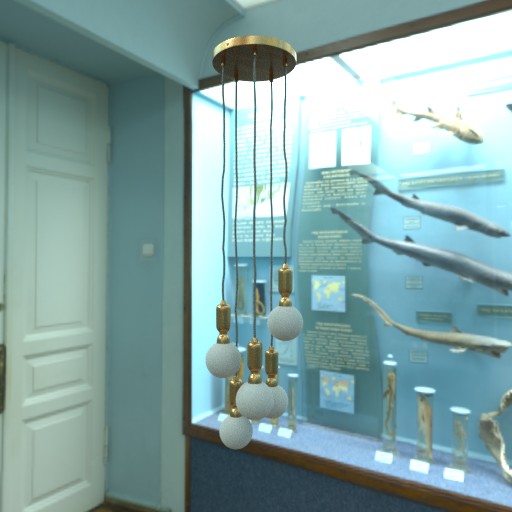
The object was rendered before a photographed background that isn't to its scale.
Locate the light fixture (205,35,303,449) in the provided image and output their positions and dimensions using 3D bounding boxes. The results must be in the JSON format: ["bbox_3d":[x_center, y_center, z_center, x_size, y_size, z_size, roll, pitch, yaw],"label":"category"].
[{"bbox_3d":[0.000,0.000,0.507,0.108,0.457,0.105,-1,-1,35],"label":"light fixture"}]
